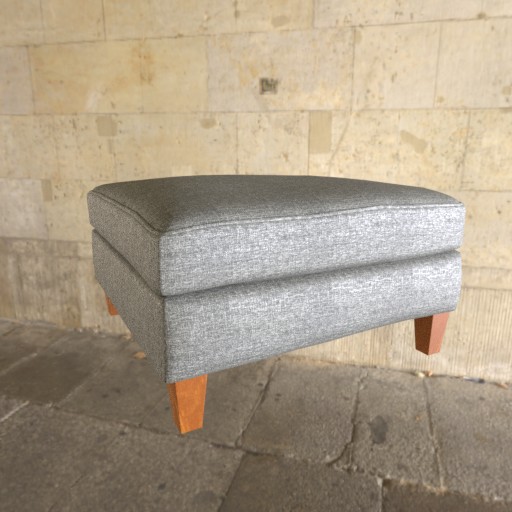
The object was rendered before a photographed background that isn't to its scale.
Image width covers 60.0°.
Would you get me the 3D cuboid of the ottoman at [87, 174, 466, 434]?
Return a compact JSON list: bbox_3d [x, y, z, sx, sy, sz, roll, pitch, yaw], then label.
[{"bbox_3d":[0.000,0.000,1.336,0.838,0.481,0.838,-8,16,-27],"label":"ottoman"}]
